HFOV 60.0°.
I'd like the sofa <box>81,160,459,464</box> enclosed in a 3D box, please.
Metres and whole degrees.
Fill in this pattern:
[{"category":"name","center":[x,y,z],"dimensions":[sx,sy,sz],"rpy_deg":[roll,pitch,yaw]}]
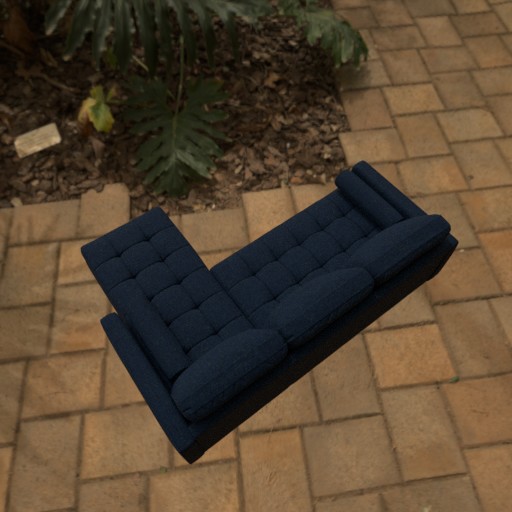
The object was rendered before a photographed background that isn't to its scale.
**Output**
[{"category":"sofa","center":[0.000,0.000,3.054],"dimensions":[2.185,0.841,1.613],"rpy_deg":[-32,64,-18]}]
